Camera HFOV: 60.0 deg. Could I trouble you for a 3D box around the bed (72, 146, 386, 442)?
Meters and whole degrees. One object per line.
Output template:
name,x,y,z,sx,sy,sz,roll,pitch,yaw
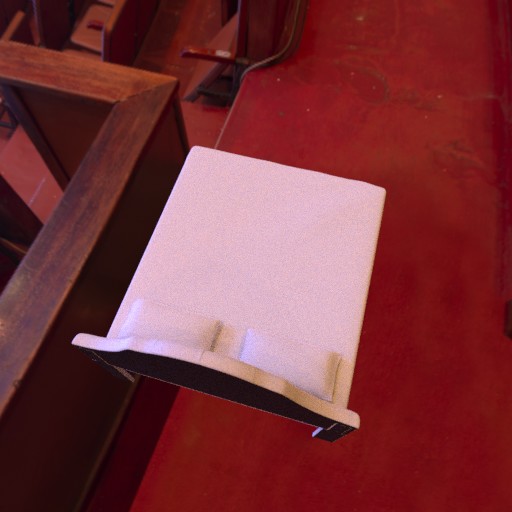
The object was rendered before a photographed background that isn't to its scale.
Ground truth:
bed,0.000,0.000,3.573,2.008,1.615,2.214,14,64,7
